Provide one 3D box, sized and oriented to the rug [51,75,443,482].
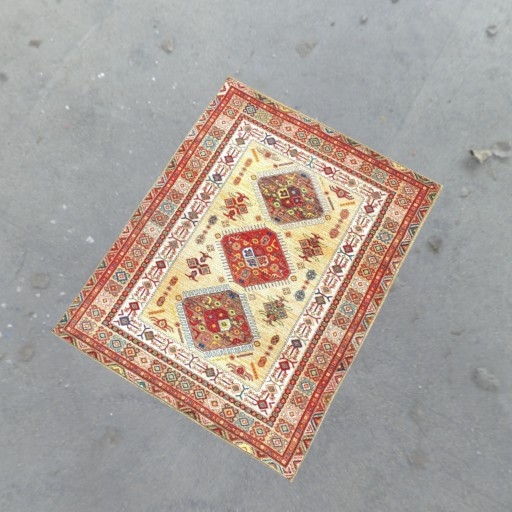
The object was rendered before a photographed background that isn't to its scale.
[{"bbox_3d":[0.000,0.000,4.141,2.460,0.005,3.067,29,78,7],"label":"rug"}]
